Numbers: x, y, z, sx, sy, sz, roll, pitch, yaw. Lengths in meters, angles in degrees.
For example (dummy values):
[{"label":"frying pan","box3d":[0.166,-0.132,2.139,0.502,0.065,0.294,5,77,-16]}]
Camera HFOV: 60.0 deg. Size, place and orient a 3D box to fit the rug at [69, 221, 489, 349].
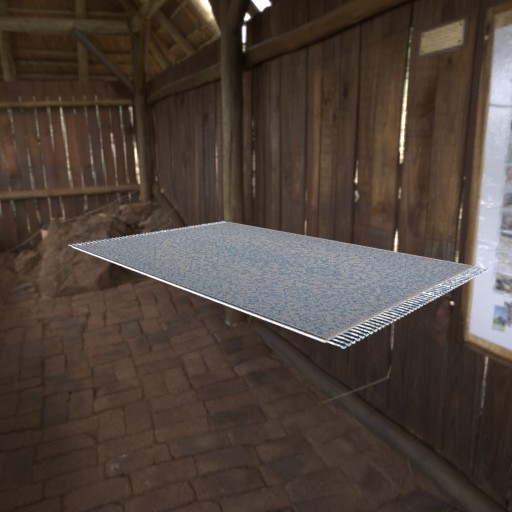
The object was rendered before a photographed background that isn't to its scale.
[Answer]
[{"label":"rug","box3d":[0.000,0.000,2.979,1.524,0.010,2.438,-13,19,-43]}]
